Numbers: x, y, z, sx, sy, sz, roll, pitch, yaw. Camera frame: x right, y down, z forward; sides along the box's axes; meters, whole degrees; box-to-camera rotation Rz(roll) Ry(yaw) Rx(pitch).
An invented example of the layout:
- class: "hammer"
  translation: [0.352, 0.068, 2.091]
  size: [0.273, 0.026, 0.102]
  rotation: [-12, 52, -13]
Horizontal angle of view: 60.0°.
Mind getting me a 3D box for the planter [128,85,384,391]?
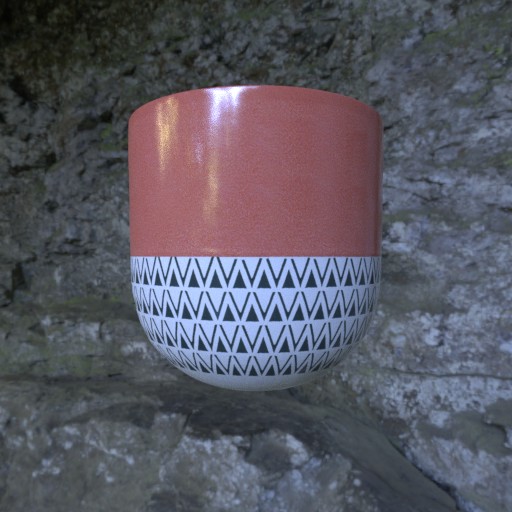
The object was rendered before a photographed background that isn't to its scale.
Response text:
- class: "planter"
  translation: [0.000, 0.000, 0.481]
  size: [0.266, 0.270, 0.266]
  rotation: [0, 0, 0]
